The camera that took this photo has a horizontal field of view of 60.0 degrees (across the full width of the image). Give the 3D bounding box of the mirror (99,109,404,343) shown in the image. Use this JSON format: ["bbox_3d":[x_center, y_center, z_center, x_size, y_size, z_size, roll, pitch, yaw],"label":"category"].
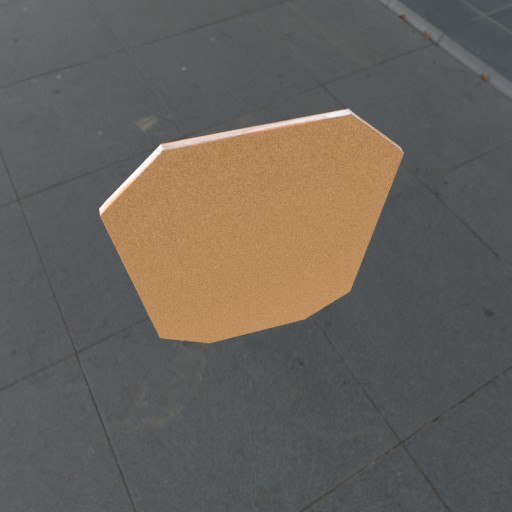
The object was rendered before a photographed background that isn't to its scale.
[{"bbox_3d":[0.000,0.000,1.319,0.709,1.015,0.061,-13,59,-8],"label":"mirror"}]
